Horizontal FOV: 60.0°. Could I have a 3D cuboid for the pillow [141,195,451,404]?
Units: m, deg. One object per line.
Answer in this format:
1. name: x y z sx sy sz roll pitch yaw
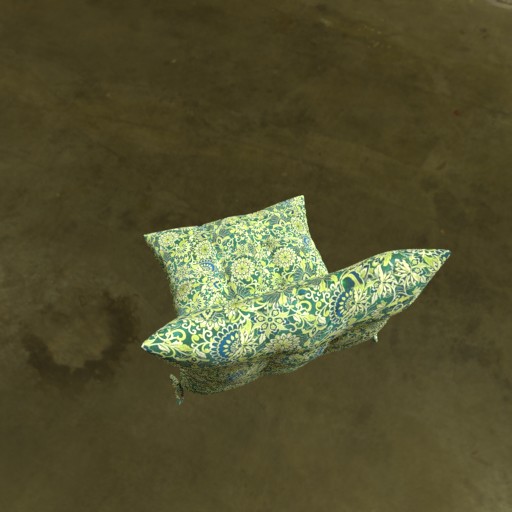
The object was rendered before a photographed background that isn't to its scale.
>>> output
1. pillow: 0.000 0.000 1.013 0.541 0.536 0.585 -16 60 -9
